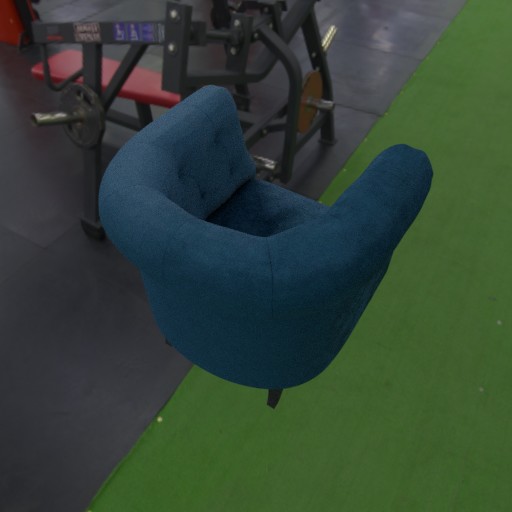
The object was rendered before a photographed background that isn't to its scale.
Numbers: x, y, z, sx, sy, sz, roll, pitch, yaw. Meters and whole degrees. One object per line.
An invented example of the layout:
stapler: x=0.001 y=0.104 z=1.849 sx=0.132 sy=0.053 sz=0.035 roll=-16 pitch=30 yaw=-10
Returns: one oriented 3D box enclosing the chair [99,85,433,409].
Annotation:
chair: x=0.000 y=0.000 z=1.561 sx=0.904 sy=0.826 sz=0.851 roll=25 pitch=52 yaw=21
